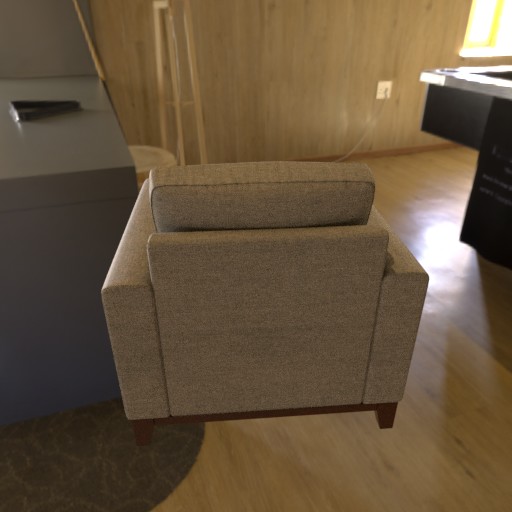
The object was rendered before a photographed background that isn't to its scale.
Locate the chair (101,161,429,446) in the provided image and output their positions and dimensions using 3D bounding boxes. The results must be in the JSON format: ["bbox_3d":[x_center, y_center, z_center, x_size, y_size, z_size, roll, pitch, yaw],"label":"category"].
[{"bbox_3d":[0.000,0.000,1.895,1.024,1.010,1.038,-2,29,-4],"label":"chair"}]
